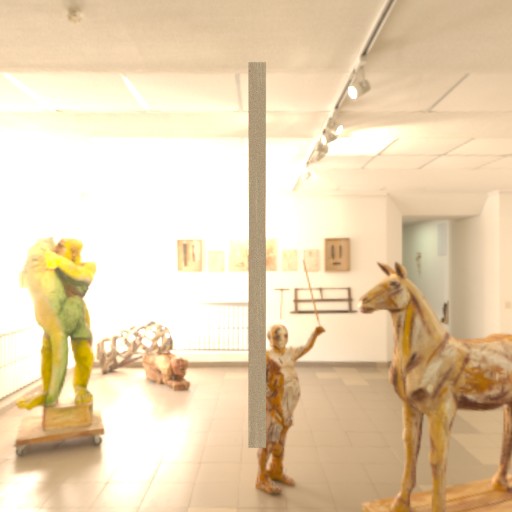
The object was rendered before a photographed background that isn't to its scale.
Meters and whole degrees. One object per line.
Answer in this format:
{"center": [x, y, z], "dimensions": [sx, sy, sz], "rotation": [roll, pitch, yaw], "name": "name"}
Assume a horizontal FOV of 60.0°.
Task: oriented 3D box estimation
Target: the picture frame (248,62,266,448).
{"center": [0.000, 0.000, 1.209], "dimensions": [0.029, 0.640, 0.950], "rotation": [0, 0, 0], "name": "picture frame"}
